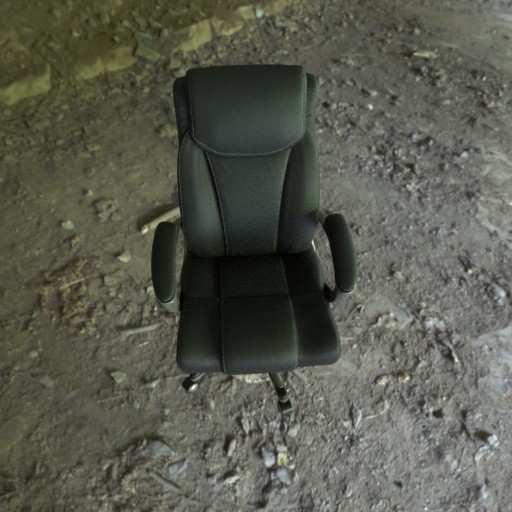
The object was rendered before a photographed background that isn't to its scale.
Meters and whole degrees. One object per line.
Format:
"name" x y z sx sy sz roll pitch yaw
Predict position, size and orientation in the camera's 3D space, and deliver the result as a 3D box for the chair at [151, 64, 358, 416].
"chair" 0.000 0.000 1.667 0.741 1.167 0.784 -3 46 -3
